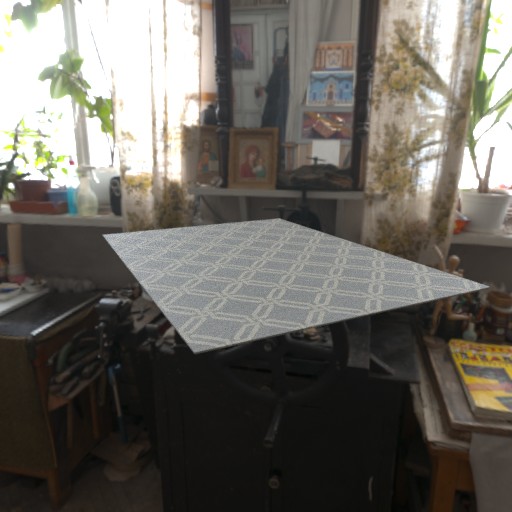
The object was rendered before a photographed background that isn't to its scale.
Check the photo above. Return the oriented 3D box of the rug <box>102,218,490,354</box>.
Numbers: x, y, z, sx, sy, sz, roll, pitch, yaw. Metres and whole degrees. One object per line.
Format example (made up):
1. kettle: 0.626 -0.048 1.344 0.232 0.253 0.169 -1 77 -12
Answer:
1. rug: 0.000 0.000 4.396 2.438 0.013 3.353 -7 17 -26
